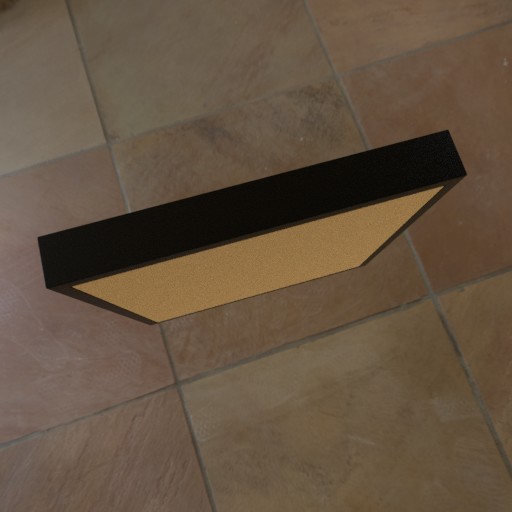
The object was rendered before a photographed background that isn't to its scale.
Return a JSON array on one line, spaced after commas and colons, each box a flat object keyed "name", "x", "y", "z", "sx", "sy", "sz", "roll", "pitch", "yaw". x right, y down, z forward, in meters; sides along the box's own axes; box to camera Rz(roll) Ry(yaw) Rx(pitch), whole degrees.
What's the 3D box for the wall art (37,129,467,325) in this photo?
[{"name": "wall art", "x": 0.000, "y": 0.000, "z": 0.452, "sx": 0.299, "sy": 0.299, "sz": 0.037, "roll": -15, "pitch": 77, "yaw": -4}]
